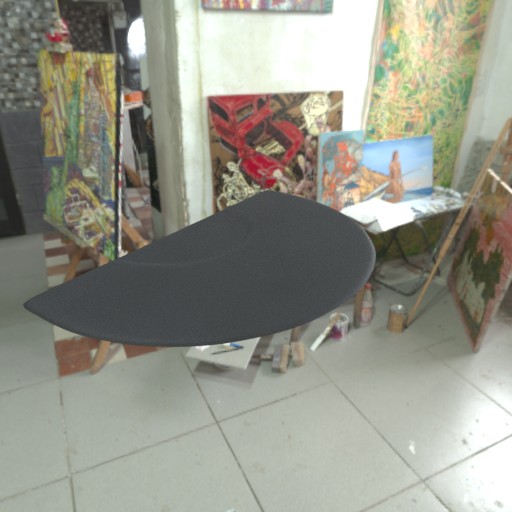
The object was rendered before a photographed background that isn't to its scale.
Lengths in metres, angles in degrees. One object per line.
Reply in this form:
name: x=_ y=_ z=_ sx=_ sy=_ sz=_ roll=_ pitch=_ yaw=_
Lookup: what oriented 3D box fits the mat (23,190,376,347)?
mat: x=0.000 y=0.000 z=1.832 sx=0.917 sy=0.016 sz=1.525 roll=17 pitch=31 yaw=31
